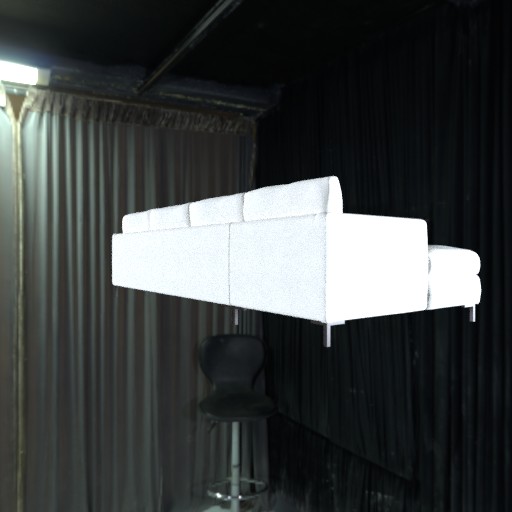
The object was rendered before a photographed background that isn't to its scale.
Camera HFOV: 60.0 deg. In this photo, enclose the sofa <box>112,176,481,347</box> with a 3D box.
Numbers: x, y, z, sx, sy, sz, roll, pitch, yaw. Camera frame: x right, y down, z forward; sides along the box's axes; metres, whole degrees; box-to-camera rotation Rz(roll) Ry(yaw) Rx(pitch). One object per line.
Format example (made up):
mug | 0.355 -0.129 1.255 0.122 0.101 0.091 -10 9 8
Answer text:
sofa | 0.000 0.000 3.827 1.467 0.875 3.186 0 0 -36
